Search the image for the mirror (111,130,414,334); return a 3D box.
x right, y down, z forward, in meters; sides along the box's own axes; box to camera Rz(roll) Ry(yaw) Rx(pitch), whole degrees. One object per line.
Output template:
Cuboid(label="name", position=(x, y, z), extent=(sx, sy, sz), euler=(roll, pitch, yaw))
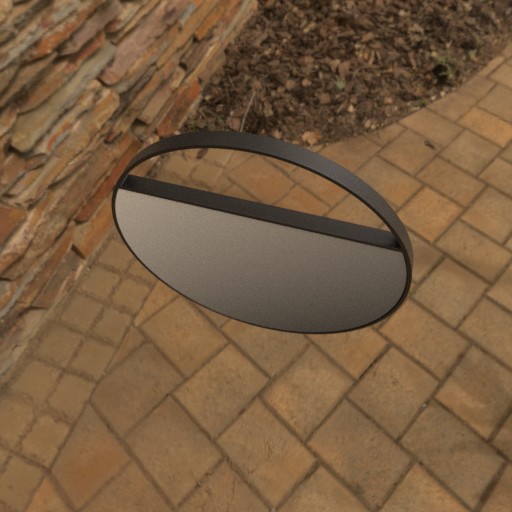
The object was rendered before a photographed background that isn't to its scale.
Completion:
Cuboid(label="mirror", position=(0.000, 0.000, 0.845), extent=(0.565, 0.565, 0.032), euler=(13, 57, 9))
